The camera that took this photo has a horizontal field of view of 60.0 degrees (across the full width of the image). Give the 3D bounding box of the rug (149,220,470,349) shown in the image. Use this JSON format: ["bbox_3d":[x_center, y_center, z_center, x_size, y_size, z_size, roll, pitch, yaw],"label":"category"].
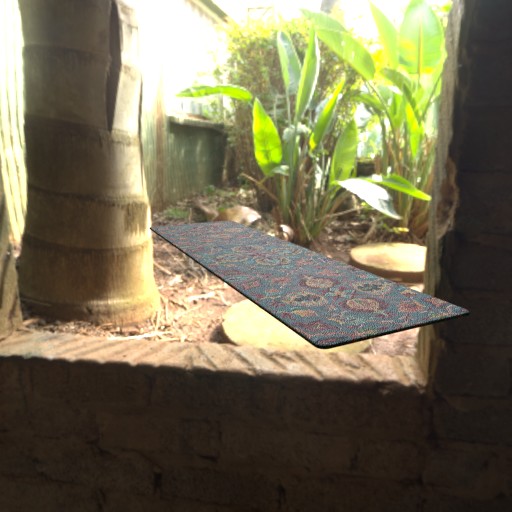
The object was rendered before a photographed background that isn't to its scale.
[{"bbox_3d":[0.000,0.000,2.503,0.686,0.013,2.286,-7,16,-25],"label":"rug"}]
